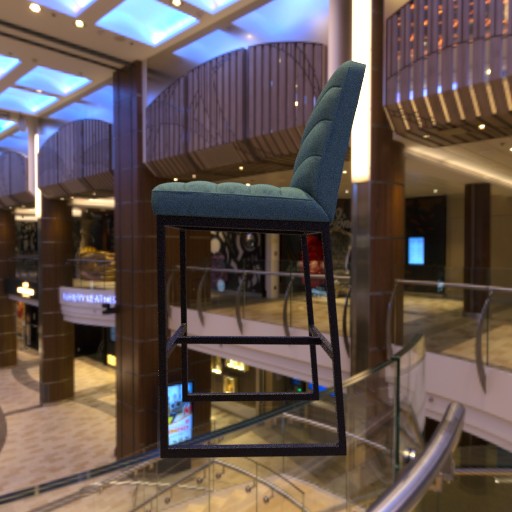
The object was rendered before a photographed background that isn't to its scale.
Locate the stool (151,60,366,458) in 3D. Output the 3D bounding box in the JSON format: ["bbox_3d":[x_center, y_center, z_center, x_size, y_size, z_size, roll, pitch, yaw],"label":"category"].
[{"bbox_3d":[0.000,0.000,1.363,0.560,1.040,0.460,0,1,-2],"label":"stool"}]
